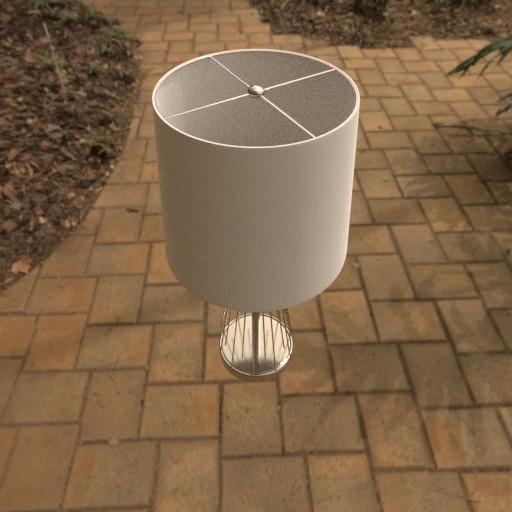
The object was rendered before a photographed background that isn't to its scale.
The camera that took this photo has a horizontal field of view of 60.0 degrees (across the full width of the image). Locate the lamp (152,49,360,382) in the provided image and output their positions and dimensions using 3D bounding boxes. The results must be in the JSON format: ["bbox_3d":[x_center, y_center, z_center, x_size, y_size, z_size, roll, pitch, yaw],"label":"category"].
[{"bbox_3d":[0.000,0.000,0.778,0.303,0.618,0.303,0,47,0],"label":"lamp"}]
